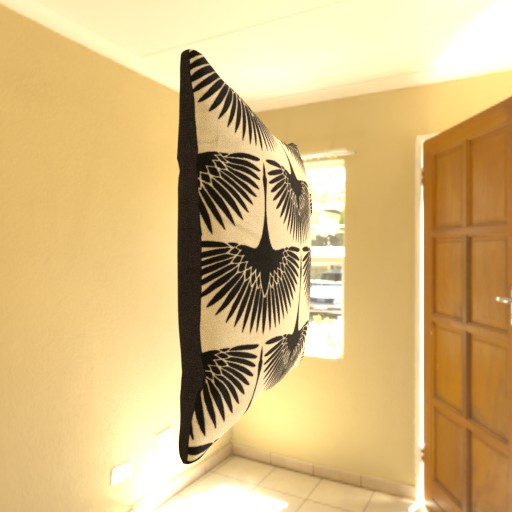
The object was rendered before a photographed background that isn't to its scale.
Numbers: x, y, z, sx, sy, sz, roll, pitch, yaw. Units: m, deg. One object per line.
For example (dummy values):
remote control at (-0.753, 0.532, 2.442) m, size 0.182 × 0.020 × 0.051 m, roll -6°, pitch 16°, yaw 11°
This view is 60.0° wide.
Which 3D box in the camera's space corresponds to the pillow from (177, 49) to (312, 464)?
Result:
pillow at (0.000, 0.000, 0.658) m, size 0.139 × 0.432 × 0.432 m, roll 0°, pitch 0°, yaw 20°
